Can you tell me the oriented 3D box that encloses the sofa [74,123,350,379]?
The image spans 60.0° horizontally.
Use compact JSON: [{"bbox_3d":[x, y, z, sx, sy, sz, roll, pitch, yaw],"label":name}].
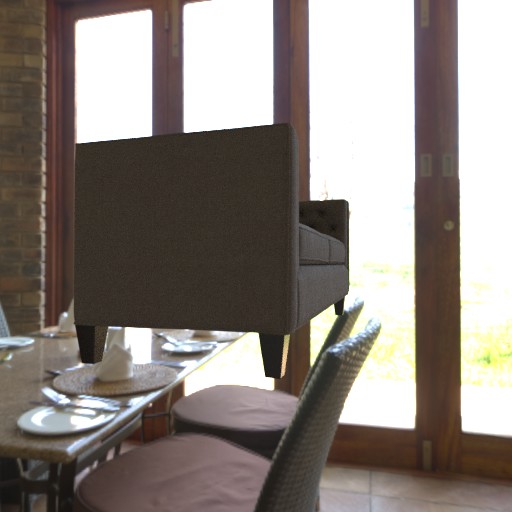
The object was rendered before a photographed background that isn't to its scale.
[{"bbox_3d":[0.000,0.000,2.248,0.775,0.762,1.778,0,-1,17],"label":"sofa"}]
